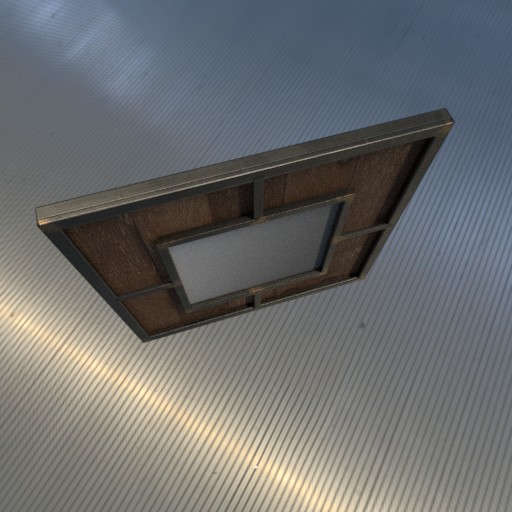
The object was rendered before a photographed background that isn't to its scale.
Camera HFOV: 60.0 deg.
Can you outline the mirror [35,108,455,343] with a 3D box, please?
[{"bbox_3d":[0.000,0.000,0.563,0.382,0.381,0.020,-15,66,-7],"label":"mirror"}]
